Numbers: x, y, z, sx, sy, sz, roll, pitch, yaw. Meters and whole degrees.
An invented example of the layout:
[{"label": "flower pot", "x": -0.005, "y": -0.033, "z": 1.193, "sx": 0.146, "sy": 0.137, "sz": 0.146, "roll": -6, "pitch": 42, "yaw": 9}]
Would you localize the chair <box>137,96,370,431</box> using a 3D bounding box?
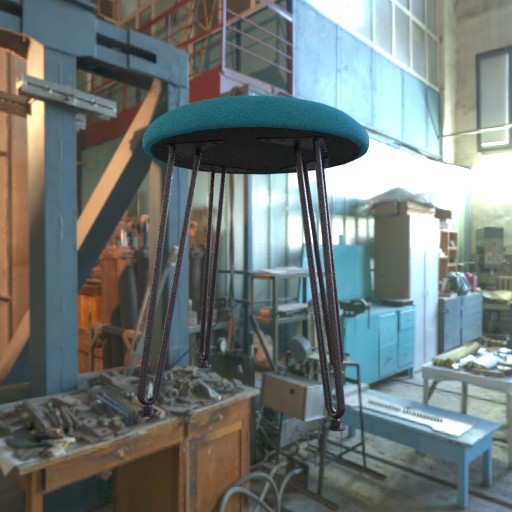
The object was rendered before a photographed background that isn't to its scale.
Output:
[{"label": "chair", "x": 0.000, "y": 0.000, "z": 0.706, "sx": 0.350, "sy": 0.430, "sz": 0.350, "roll": 0, "pitch": 1, "yaw": -1}]
